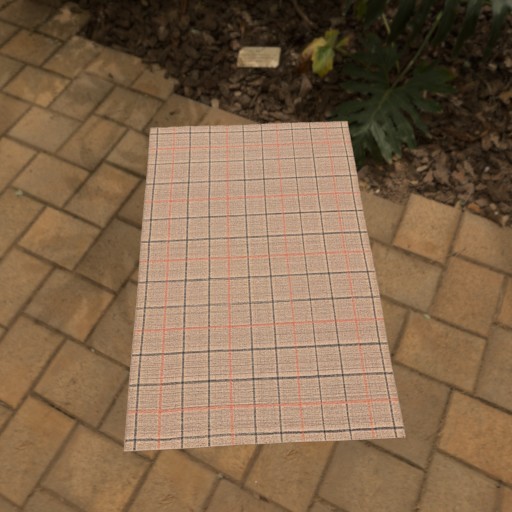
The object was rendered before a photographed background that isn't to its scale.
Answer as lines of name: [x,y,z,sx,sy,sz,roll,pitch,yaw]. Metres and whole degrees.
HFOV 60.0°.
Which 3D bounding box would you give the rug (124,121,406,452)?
rug: [0.000,0.000,2.326,1.220,0.013,1.829,-2,63,-1]
